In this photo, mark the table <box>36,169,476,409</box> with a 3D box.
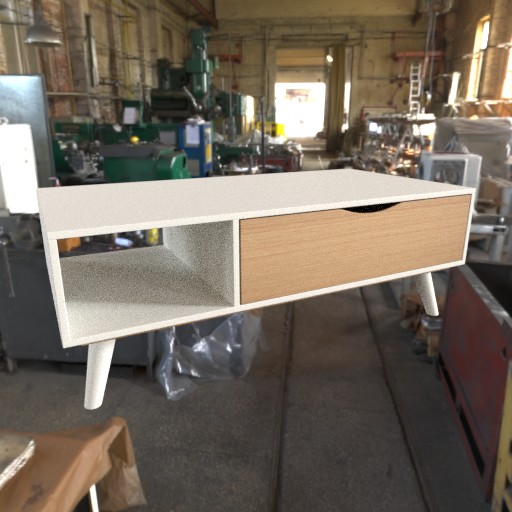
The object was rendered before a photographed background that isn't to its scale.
[{"bbox_3d":[0.000,0.000,1.413,1.194,0.432,0.609,-9,19,-26],"label":"table"}]
